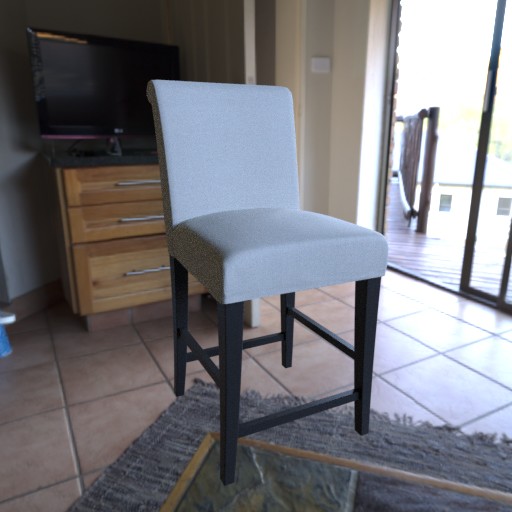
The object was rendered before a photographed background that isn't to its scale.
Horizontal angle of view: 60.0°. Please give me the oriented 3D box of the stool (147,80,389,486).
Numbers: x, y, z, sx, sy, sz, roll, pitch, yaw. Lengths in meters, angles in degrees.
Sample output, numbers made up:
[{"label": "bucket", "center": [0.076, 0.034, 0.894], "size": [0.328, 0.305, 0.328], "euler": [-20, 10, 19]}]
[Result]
[{"label": "stool", "center": [0.000, 0.000, 1.275], "size": [0.452, 0.976, 0.597], "euler": [-7, 17, -25]}]
